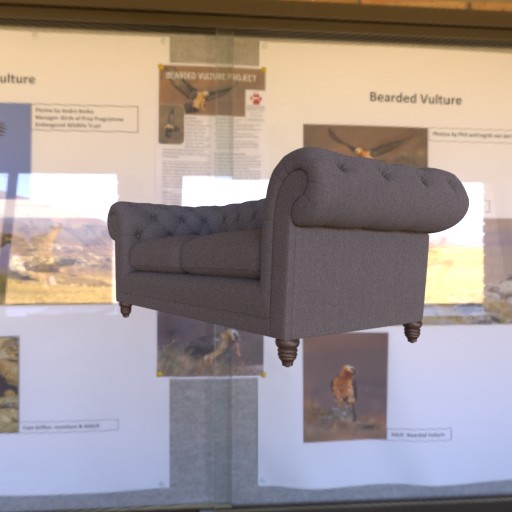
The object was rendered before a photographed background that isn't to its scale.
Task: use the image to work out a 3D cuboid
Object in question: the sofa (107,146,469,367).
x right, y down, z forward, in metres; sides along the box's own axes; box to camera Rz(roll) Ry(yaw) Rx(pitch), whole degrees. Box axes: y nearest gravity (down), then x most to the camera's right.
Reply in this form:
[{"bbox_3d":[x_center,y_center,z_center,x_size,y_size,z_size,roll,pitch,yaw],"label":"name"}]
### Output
[{"bbox_3d":[0.000,0.000,2.399,0.986,0.764,1.998,0,0,-36],"label":"sofa"}]
